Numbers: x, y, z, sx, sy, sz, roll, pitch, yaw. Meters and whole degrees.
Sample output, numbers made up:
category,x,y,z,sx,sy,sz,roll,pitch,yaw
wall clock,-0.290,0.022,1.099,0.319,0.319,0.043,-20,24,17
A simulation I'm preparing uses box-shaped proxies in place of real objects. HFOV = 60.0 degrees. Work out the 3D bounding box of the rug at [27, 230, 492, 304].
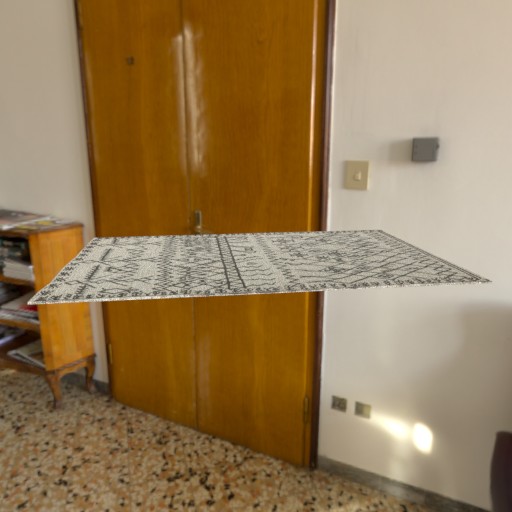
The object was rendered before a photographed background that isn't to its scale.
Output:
category,x,y,z,sx,sy,sz,roll,pitch,yaw
rug,0.000,0.000,4.742,3.824,0.019,2.393,-2,14,-8
